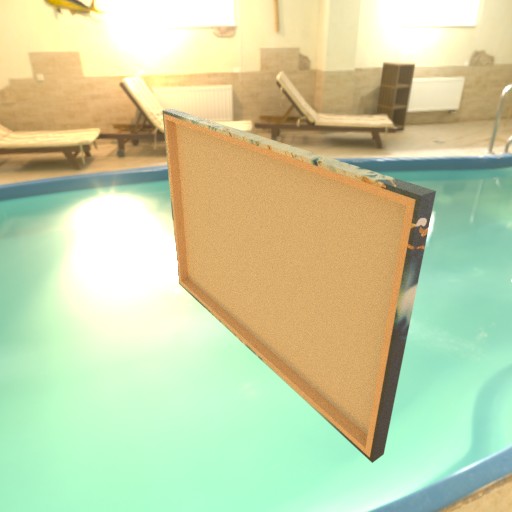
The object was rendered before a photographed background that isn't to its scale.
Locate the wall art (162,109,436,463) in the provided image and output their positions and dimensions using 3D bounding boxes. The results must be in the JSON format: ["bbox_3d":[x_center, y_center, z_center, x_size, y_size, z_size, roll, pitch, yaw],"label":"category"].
[{"bbox_3d":[0.000,0.000,1.152,0.038,0.608,0.912,-19,33,-31],"label":"wall art"}]
